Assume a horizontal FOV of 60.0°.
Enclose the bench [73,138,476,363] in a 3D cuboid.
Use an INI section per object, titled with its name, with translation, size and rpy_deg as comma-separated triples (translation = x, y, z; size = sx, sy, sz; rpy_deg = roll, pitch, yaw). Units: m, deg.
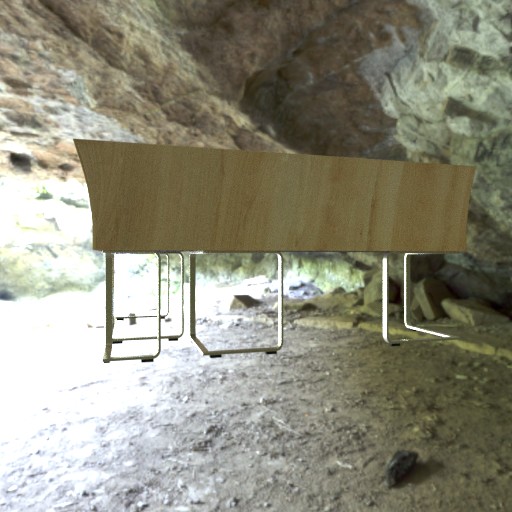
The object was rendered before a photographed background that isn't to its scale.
[bench]
translation = 0.000, 0.000, 2.743
size = 1.945, 0.930, 1.495
rpy_deg = 0, 0, -16
